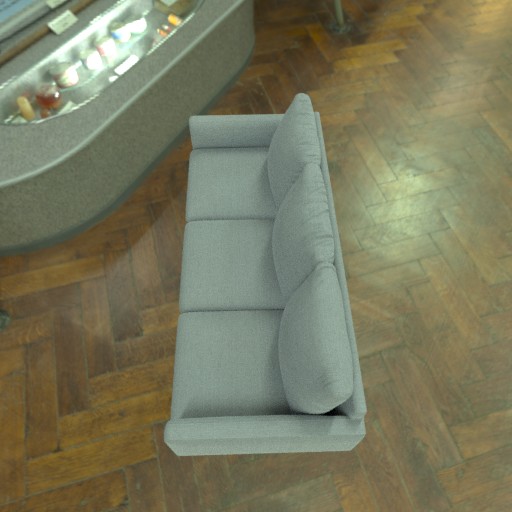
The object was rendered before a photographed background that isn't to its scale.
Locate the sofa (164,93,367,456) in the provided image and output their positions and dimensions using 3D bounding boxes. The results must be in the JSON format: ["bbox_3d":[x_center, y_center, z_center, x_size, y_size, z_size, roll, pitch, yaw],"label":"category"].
[{"bbox_3d":[0.000,0.000,2.478,0.850,0.830,2.000,-1,57,-1],"label":"sofa"}]
